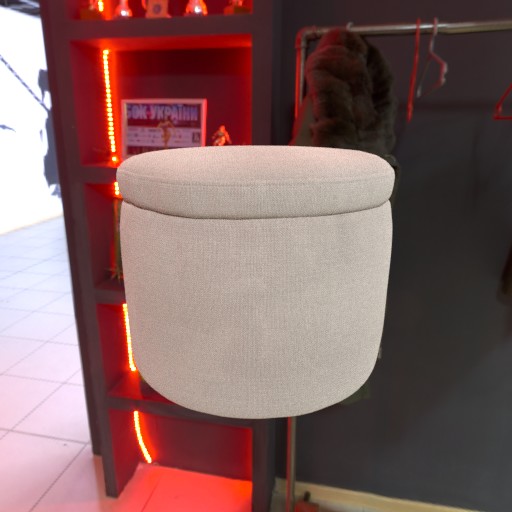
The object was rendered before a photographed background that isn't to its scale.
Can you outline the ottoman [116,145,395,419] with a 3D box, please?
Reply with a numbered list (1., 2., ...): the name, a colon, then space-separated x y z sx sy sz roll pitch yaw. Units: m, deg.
1. ottoman: 0.000 0.000 0.861 0.497 0.409 0.497 0 16 0
